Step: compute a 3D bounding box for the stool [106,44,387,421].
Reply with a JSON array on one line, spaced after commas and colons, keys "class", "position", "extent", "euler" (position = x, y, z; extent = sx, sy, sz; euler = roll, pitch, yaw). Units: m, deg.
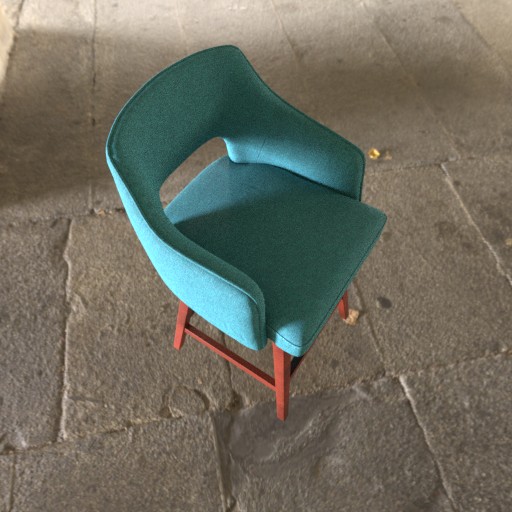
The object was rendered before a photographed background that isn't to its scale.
[{"class": "stool", "position": [0.000, 0.000, 1.273], "extent": [0.556, 0.961, 0.548], "euler": [29, 61, 18]}]
